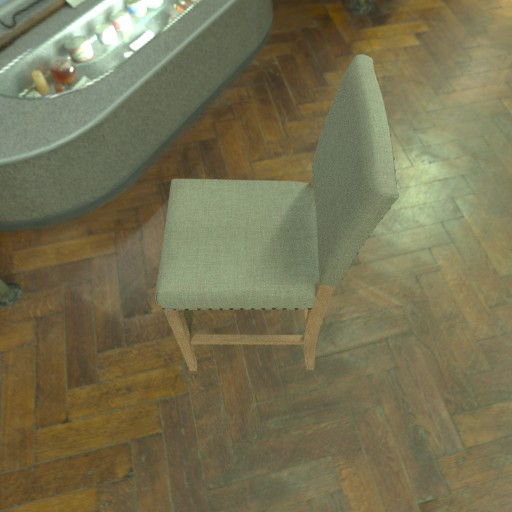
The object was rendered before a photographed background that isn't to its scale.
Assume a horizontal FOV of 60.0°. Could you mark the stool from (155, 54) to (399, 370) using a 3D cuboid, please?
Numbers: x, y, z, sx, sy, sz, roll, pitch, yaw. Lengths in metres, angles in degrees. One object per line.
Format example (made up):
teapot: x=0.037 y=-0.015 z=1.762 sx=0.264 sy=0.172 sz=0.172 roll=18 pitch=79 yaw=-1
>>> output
stool: x=0.000 y=0.000 z=1.480 sx=0.585 sy=1.203 sz=0.445 roll=1 pitch=59 yaw=0
